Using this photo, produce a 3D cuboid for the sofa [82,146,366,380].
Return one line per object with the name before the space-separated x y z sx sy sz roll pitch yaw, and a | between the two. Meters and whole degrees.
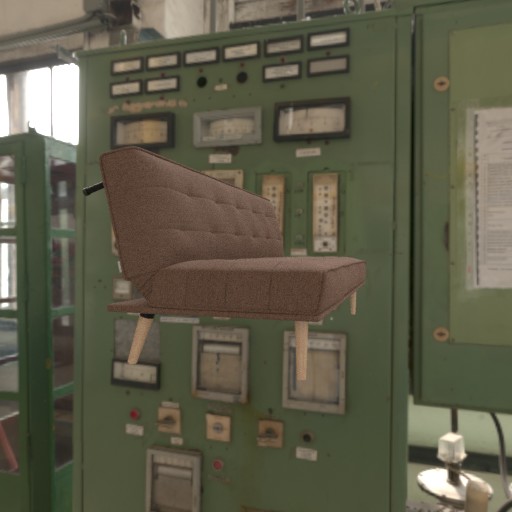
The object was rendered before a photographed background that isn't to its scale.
sofa | 0.000 0.000 2.375 1.038 0.810 1.820 0 0 18
